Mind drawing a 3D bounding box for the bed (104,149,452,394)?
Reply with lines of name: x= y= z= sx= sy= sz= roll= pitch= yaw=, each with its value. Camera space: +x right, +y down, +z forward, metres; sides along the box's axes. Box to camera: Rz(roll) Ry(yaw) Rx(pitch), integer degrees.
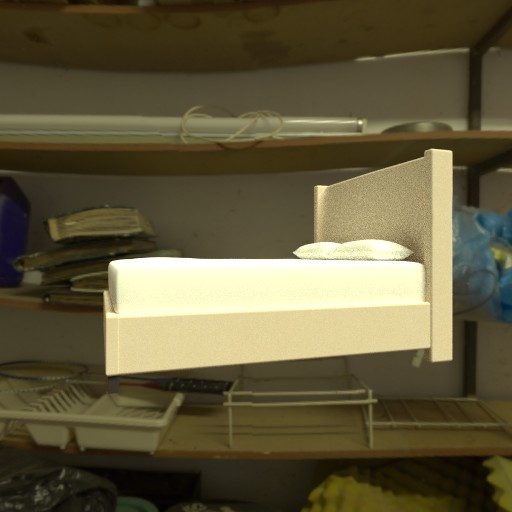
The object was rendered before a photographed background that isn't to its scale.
bed: x=0.000 y=0.000 z=3.542 sx=2.293 sy=1.471 sz=1.778 roll=0 pitch=0 yaw=-19
